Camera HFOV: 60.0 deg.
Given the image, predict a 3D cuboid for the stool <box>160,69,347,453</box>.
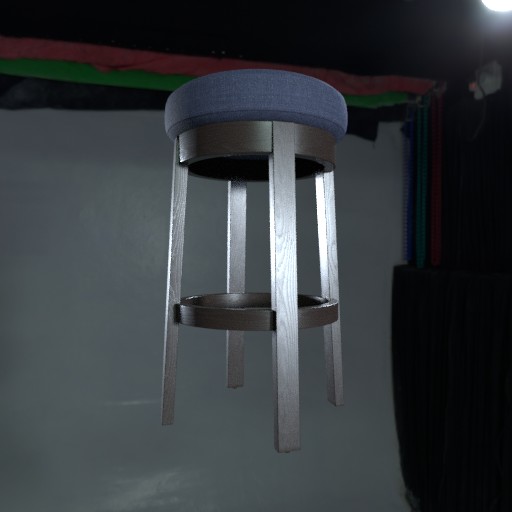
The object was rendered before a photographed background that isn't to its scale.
[{"bbox_3d":[0.000,0.000,1.061,0.446,0.758,0.446,0,0,0],"label":"stool"}]
